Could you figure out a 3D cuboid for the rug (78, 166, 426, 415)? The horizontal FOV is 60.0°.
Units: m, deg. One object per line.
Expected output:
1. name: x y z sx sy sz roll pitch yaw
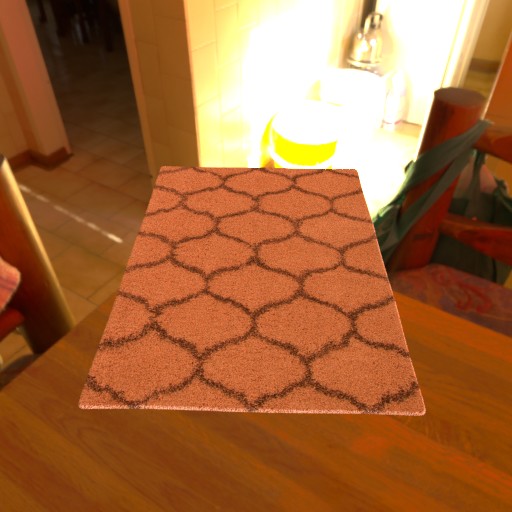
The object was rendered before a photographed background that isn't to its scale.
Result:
1. rug: 0.000 0.000 2.113 1.200 0.025 1.600 1 42 1
